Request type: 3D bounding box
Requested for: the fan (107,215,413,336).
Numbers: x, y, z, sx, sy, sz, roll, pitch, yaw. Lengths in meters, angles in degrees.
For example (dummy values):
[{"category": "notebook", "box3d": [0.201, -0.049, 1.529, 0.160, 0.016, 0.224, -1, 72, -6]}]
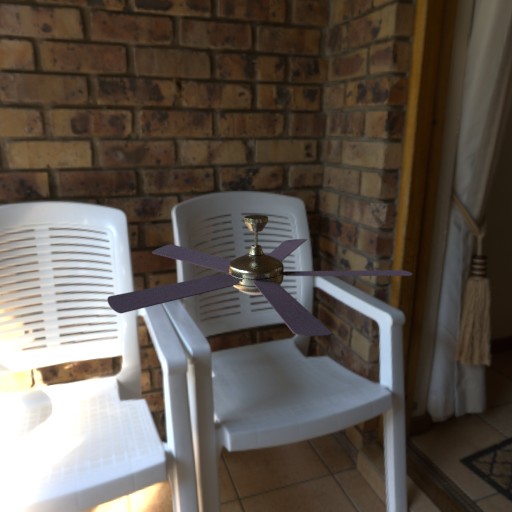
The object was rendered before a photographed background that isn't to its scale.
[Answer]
[{"category": "fan", "box3d": [0.000, 0.000, 2.001, 1.321, 0.356, 1.321, -7, 17, -24]}]
